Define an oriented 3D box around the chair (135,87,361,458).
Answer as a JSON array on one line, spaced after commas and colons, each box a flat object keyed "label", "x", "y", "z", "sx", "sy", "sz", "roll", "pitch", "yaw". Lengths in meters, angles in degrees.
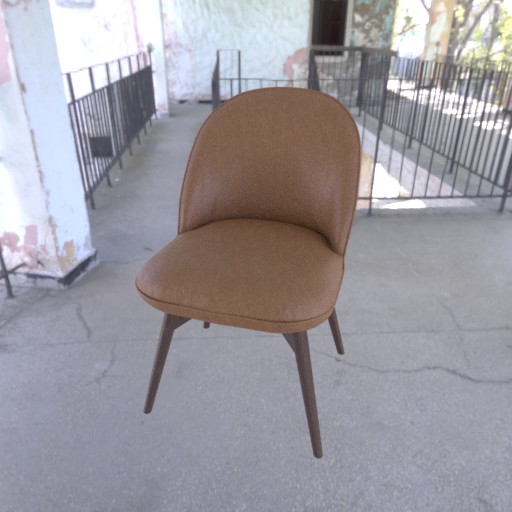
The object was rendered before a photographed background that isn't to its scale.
[{"label": "chair", "x": 0.000, "y": 0.000, "z": 1.241, "sx": 0.521, "sy": 0.831, "sz": 0.631, "roll": 8, "pitch": 28, "yaw": 16}]
